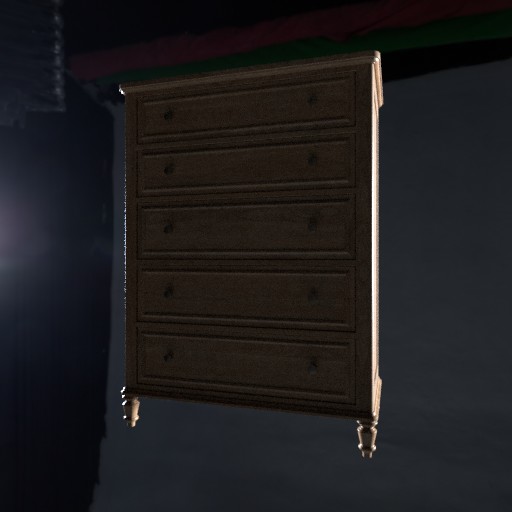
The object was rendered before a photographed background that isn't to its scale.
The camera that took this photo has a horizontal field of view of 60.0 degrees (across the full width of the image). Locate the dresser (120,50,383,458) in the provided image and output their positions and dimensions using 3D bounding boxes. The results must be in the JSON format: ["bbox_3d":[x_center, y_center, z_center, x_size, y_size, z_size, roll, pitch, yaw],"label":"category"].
[{"bbox_3d":[0.000,0.000,1.785,0.973,1.318,0.484,0,0,17],"label":"dresser"}]
